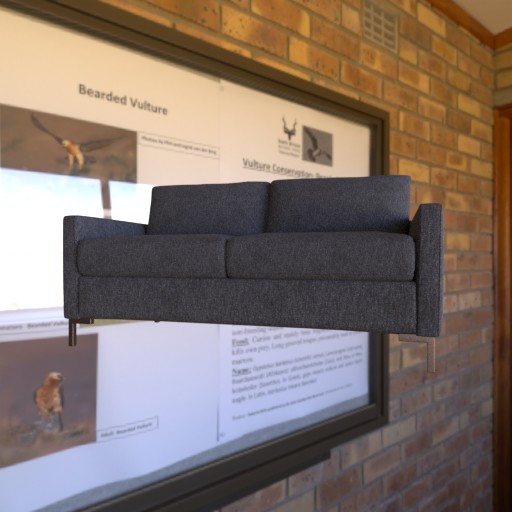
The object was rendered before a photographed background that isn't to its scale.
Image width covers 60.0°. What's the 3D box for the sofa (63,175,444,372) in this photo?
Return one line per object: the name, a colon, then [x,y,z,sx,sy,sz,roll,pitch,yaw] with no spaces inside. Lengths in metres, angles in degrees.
sofa: [0.000,0.000,2.260,1.716,0.862,0.866,0,0,17]
